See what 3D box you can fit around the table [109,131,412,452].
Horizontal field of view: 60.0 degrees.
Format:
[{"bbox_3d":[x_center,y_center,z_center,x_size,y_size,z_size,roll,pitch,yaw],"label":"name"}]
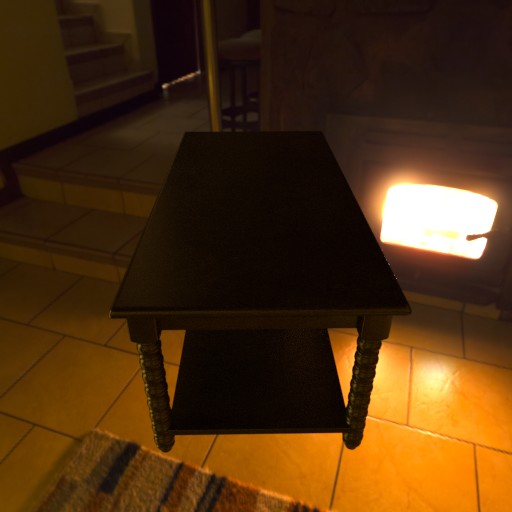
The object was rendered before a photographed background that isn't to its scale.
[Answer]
[{"bbox_3d":[0.000,0.000,1.456,0.580,0.487,1.171,0,32,-1],"label":"table"}]
